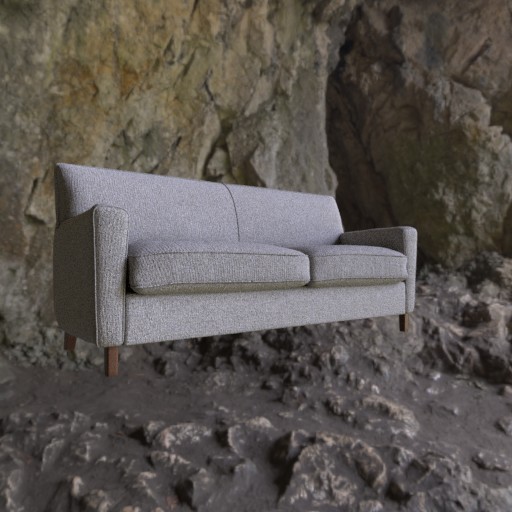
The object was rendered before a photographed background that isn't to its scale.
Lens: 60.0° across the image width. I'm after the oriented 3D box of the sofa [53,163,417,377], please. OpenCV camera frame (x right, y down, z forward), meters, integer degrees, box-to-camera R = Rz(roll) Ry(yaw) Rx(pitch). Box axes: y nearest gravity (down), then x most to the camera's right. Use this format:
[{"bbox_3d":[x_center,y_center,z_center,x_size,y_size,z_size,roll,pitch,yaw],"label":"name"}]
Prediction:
[{"bbox_3d":[0.000,0.000,2.517,2.026,0.942,0.854,1,-1,-36],"label":"sofa"}]
